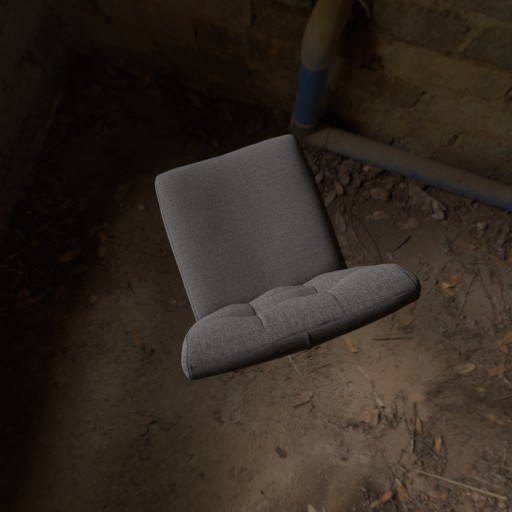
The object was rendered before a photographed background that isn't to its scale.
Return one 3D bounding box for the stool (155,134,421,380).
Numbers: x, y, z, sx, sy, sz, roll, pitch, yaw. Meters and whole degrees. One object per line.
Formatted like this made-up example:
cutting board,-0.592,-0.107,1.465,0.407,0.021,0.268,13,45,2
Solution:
stool,0.000,0.000,1.207,0.427,0.885,0.571,-19,76,-5
